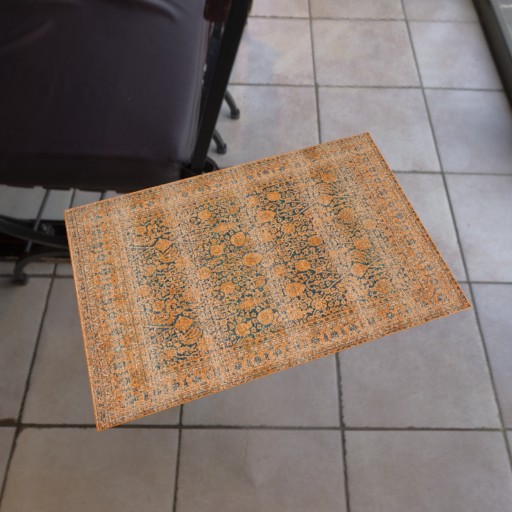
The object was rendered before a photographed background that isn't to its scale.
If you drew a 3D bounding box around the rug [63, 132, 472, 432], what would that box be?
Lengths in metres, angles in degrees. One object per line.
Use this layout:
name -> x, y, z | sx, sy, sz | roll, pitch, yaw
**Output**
rug -> 0.000, 0.000, 2.936 | 2.336, 0.007, 1.525 | -16, 64, -8
